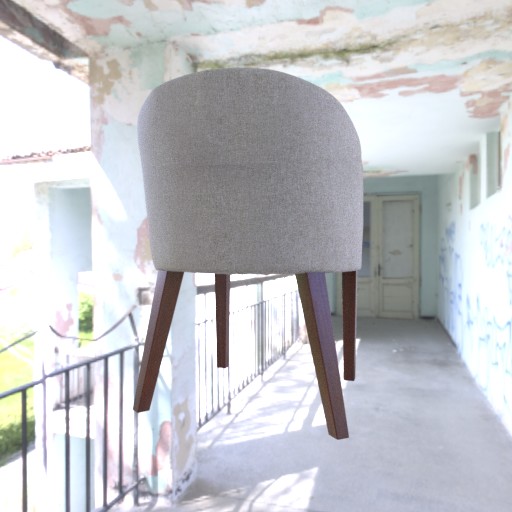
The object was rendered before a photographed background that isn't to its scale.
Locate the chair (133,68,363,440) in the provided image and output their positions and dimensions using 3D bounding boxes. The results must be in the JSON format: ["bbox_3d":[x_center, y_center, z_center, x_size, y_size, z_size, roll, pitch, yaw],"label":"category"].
[{"bbox_3d":[0.000,0.000,1.247,0.583,0.811,0.655,0,1,19],"label":"chair"}]
